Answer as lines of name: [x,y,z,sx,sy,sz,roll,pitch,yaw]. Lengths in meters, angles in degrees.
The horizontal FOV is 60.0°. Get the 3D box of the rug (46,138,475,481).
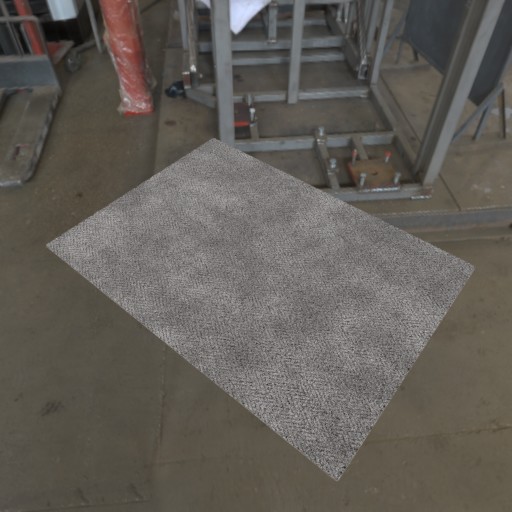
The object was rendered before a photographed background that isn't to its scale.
rug: [0.000,0.000,2.824,2.235,0.008,1.600,31,55,25]
